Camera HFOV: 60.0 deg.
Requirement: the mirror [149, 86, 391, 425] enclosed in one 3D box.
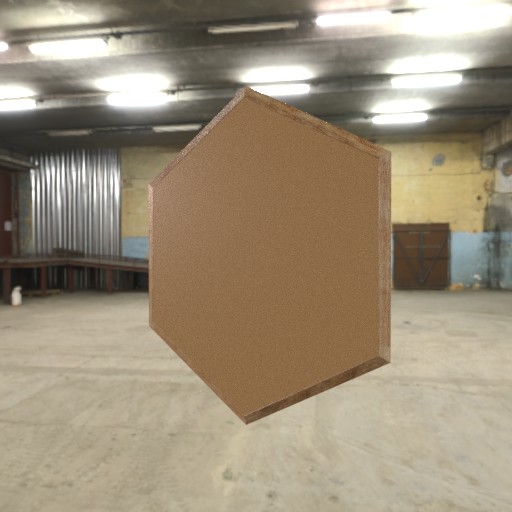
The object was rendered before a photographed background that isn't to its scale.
[{"bbox_3d":[0.000,0.000,1.049,0.675,0.779,0.091,1,1,36],"label":"mirror"}]
